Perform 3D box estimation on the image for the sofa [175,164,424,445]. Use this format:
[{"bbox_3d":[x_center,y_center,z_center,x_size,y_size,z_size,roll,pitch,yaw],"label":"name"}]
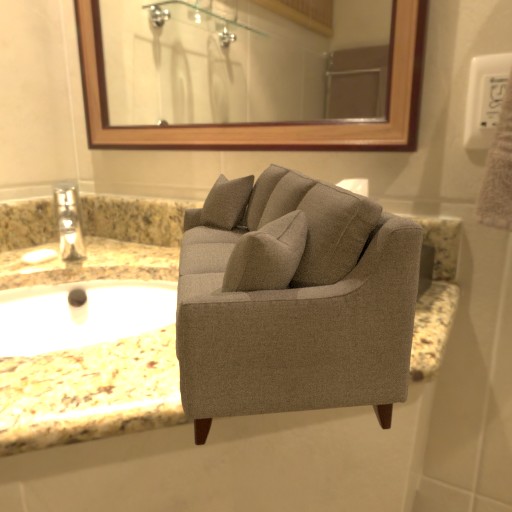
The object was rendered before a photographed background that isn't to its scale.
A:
[{"bbox_3d":[0.000,0.000,2.480,0.865,0.914,2.031,-2,15,-8],"label":"sofa"}]
